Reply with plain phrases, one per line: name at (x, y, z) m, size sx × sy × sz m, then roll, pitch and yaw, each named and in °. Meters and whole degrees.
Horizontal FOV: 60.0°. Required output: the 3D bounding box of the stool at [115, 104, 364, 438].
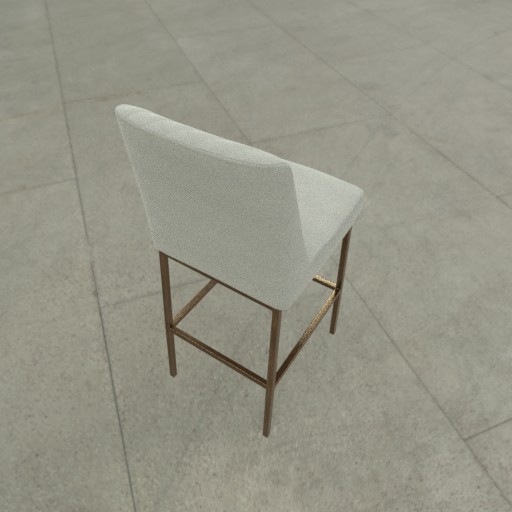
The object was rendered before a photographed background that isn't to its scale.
stool at (0.000, 0.000, 1.372) m, size 0.462 × 1.084 × 0.546 m, roll 25°, pitch 50°, yaw 23°
